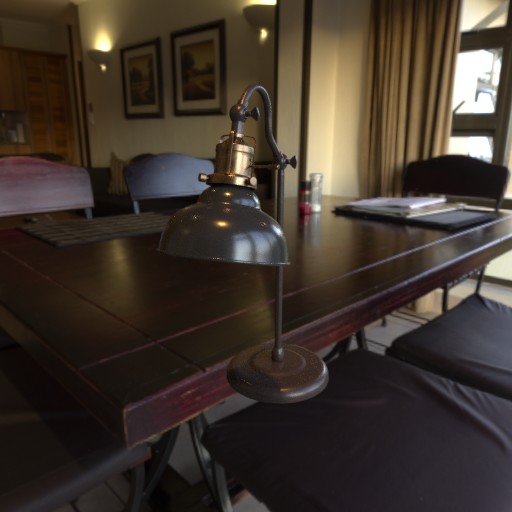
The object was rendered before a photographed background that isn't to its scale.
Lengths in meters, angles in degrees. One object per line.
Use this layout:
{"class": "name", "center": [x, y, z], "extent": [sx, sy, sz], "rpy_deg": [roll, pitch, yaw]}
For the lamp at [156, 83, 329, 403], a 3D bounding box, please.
{"class": "lamp", "center": [0.000, 0.000, 0.696], "extent": [0.192, 0.508, 0.374], "rpy_deg": [7, 17, 25]}
